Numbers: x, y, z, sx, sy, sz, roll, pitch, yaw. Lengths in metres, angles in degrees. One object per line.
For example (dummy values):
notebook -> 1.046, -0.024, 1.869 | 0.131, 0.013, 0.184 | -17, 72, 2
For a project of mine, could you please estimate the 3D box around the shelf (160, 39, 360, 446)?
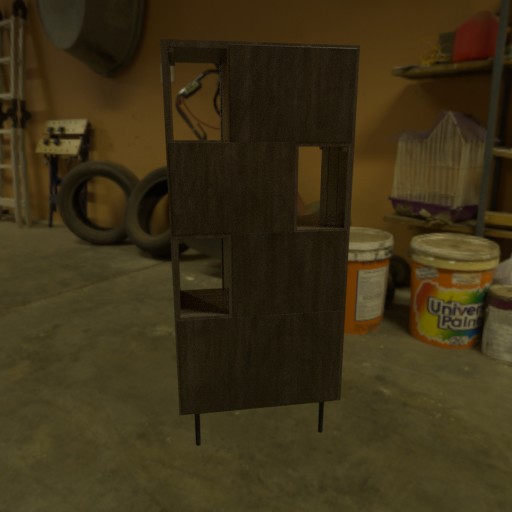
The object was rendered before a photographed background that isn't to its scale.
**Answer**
shelf -> 0.000, 0.000, 1.815 | 0.670, 1.545, 0.323 | -2, 15, -9
